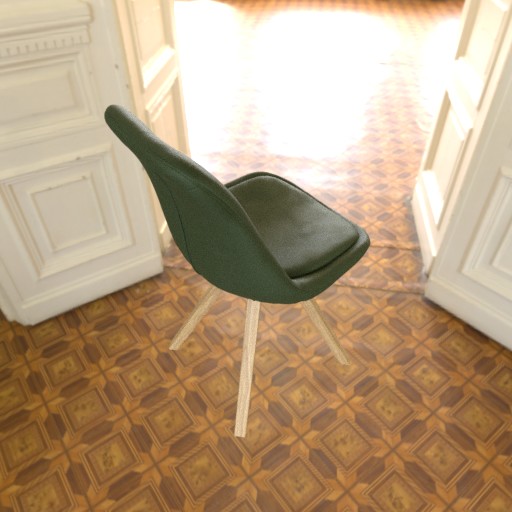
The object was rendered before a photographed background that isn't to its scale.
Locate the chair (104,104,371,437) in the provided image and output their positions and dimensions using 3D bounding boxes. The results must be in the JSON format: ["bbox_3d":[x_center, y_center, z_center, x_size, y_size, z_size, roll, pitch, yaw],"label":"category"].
[{"bbox_3d":[0.000,0.000,1.174,0.547,0.865,0.483,-27,49,-27],"label":"chair"}]
